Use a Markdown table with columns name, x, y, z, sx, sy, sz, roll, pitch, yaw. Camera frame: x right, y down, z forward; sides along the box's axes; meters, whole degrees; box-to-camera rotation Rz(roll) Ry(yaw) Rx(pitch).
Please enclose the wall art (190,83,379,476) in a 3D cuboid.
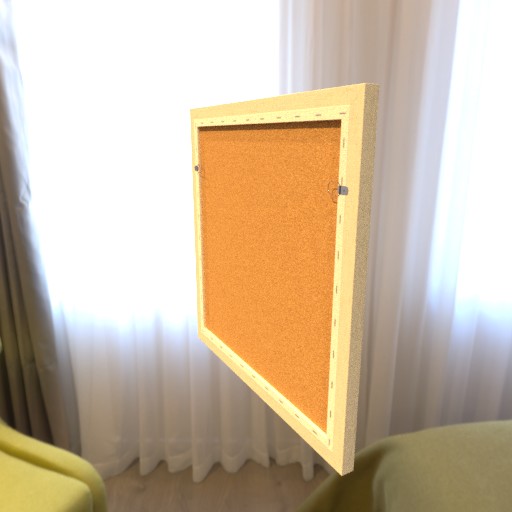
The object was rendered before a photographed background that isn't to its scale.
| name | x | y | z | sx | sy | sz | roll | pitch | yaw |
| --- | --- | --- | --- | --- | --- | --- | --- | --- | --- |
| wall art | 0.000 | 0.000 | 1.526 | 0.045 | 1.016 | 1.016 | -9 | 17 | -29 |
